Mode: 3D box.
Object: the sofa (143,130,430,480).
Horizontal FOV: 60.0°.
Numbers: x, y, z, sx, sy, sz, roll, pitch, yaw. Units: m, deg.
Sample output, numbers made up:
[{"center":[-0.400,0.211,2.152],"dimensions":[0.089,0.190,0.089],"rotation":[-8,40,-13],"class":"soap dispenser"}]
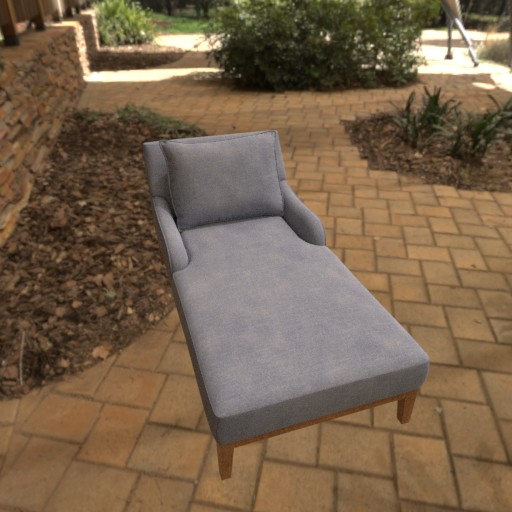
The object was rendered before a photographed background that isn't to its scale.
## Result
[{"center":[0.000,0.000,2.305],"dimensions":[0.904,0.883,1.779],"rotation":[-10,33,-16],"class":"sofa"}]
